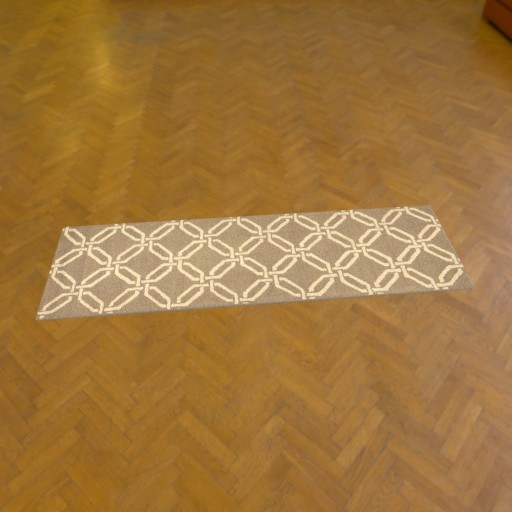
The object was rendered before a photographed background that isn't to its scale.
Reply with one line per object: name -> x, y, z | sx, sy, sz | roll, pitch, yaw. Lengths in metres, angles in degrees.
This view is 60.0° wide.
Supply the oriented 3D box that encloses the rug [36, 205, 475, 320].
rug -> 0.000, 0.000, 2.513 | 2.276, 0.014, 0.678 | -4, 47, -4
